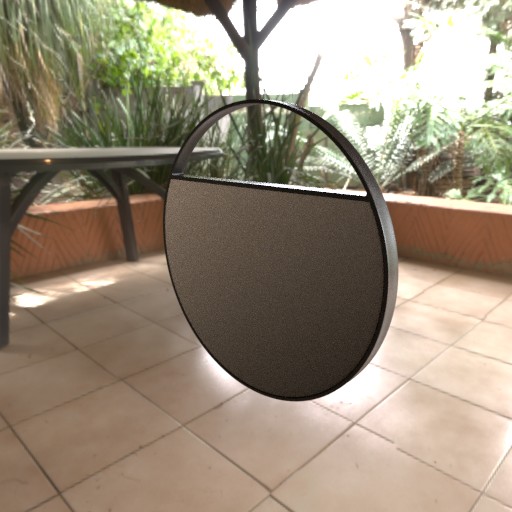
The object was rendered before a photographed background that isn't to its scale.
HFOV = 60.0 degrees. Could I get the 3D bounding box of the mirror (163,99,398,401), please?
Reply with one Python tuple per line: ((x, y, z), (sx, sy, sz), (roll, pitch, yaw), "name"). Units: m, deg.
((0.000, 0.000, 0.849), (0.565, 0.565, 0.032), (14, 21, 42), "mirror")
